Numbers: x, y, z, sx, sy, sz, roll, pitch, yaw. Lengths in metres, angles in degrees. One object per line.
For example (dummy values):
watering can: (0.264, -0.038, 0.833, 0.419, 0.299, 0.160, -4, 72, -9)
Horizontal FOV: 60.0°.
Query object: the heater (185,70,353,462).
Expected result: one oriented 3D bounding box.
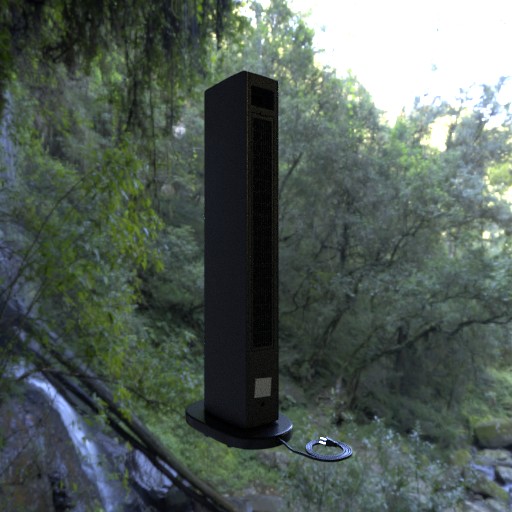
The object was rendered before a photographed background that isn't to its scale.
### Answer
heater: (0.000, 0.000, 1.059, 0.214, 0.856, 0.458, 0, -1, -37)
